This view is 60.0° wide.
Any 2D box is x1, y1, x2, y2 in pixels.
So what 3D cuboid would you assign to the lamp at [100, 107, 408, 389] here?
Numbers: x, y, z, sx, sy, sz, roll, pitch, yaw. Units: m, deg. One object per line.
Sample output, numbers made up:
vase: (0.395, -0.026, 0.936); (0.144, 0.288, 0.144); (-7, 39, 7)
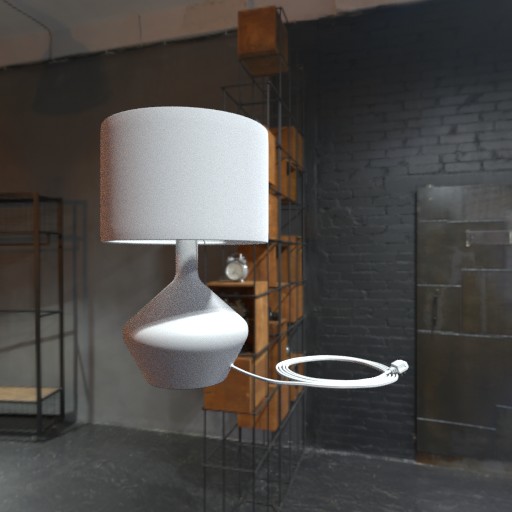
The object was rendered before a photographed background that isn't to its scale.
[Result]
lamp: (0.000, 0.000, 0.837); (0.546, 0.457, 0.401); (0, 0, 19)
